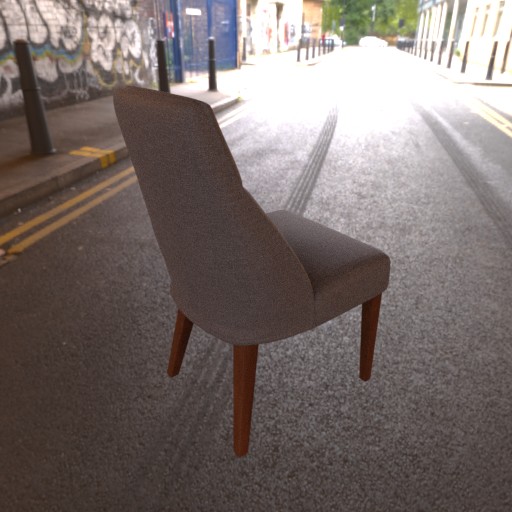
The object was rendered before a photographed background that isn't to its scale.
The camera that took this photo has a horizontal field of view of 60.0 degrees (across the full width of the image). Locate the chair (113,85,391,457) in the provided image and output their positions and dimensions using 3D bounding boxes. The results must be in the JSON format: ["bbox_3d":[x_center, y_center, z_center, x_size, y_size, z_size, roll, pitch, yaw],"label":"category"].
[{"bbox_3d":[0.000,0.000,1.268,0.620,0.930,0.500,-19,32,-33],"label":"chair"}]
